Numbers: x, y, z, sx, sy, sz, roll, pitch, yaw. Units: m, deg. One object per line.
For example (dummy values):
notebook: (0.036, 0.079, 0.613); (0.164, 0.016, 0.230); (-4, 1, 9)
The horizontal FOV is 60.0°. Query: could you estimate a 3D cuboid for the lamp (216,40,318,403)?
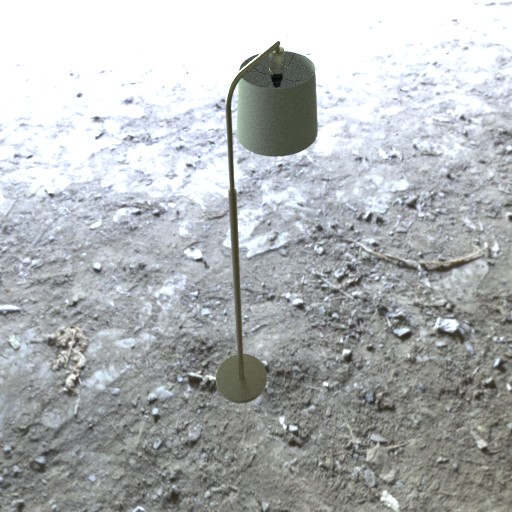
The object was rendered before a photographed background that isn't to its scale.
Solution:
lamp: (0.000, 0.000, 1.659); (0.254, 1.478, 0.508); (24, 51, 21)
